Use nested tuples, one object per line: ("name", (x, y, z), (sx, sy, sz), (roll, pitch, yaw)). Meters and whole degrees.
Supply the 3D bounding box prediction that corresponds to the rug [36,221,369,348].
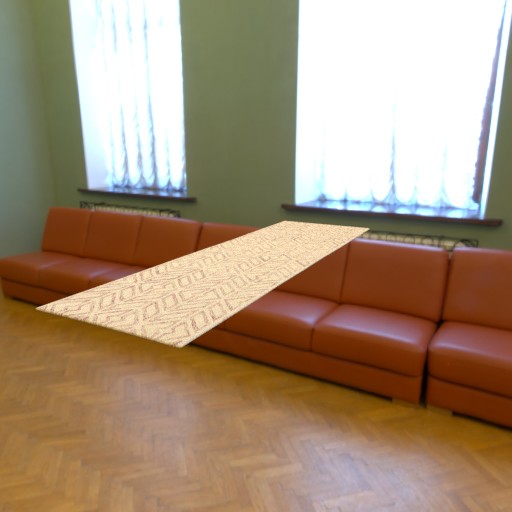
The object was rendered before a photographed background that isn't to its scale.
("rug", (0.000, 0.000, 2.693), (0.750, 0.009, 2.435), (8, 16, 28))
